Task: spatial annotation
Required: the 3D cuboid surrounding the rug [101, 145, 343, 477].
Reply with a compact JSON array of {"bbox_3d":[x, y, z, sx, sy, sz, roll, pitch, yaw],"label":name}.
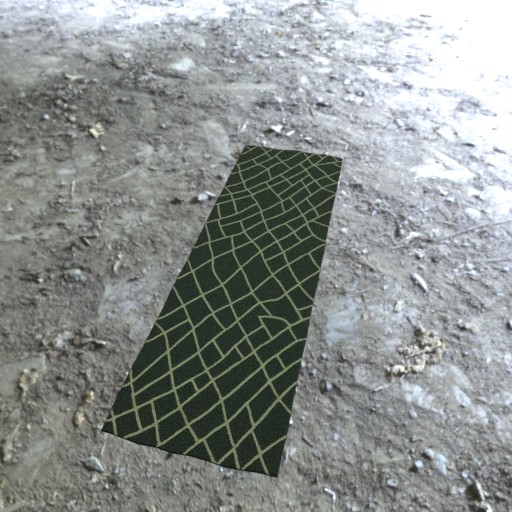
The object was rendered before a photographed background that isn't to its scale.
[{"bbox_3d":[0.000,0.000,2.721,0.807,0.010,2.476,10,46,10],"label":"rug"}]
